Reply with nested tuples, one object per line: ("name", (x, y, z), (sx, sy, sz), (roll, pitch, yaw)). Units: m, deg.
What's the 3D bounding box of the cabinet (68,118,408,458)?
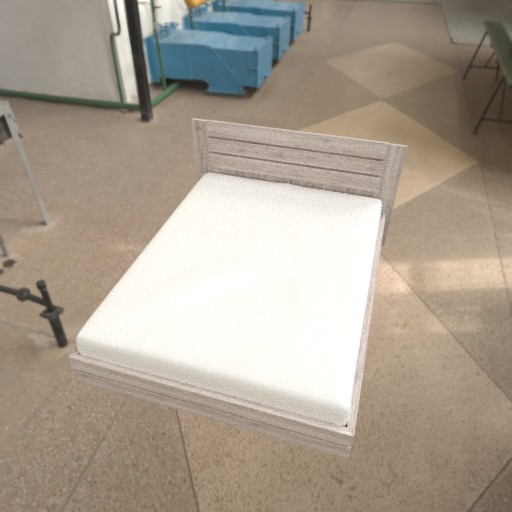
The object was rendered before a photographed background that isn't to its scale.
("cabinet", (0.000, 0.000, 3.070), (1.750, 0.970, 2.080), (11, 41, 13))
